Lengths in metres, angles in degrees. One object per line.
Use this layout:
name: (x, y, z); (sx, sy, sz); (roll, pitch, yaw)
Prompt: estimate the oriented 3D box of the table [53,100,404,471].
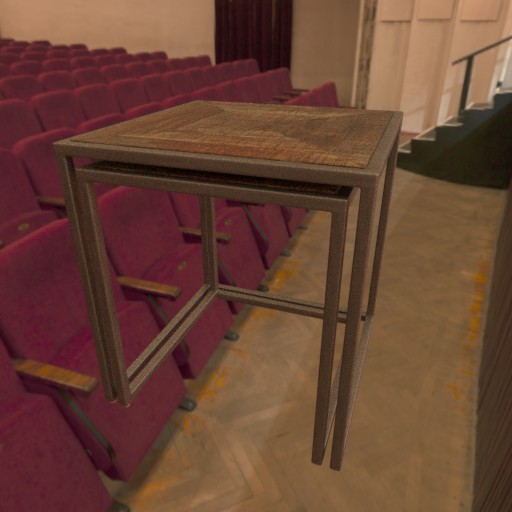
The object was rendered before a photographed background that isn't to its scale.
table: (0.000, 0.000, 0.857); (0.450, 0.500, 0.449); (9, 29, 18)
